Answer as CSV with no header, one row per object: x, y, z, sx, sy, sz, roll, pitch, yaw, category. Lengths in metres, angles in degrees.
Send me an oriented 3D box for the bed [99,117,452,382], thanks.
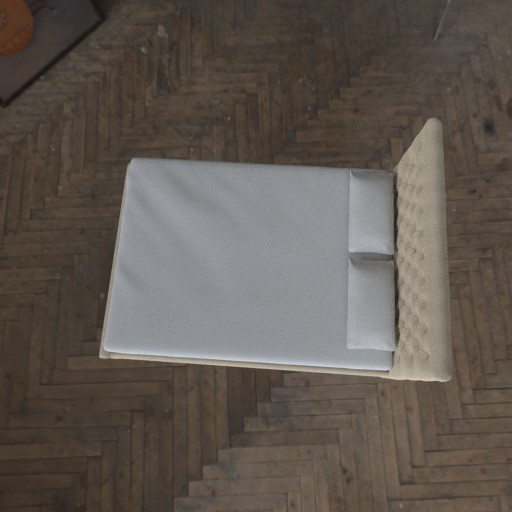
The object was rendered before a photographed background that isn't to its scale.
0.000,0.000,3.414,2.387,1.427,1.698,4,76,1,bed
